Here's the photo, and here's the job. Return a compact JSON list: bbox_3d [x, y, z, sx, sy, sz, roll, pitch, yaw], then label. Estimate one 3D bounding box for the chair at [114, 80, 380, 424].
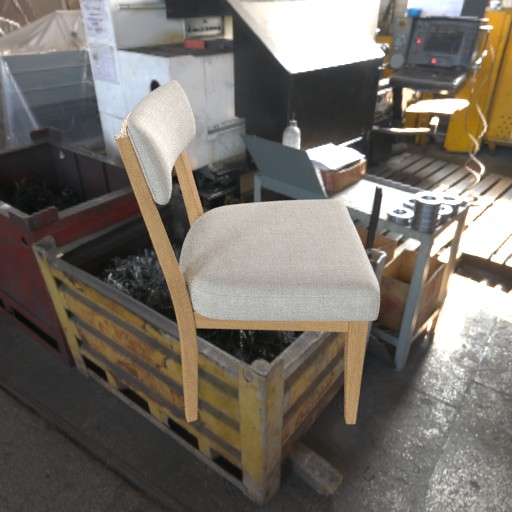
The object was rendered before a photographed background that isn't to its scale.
[{"bbox_3d":[0.000,0.000,1.212,0.572,0.832,0.508,0,31,0],"label":"chair"}]
